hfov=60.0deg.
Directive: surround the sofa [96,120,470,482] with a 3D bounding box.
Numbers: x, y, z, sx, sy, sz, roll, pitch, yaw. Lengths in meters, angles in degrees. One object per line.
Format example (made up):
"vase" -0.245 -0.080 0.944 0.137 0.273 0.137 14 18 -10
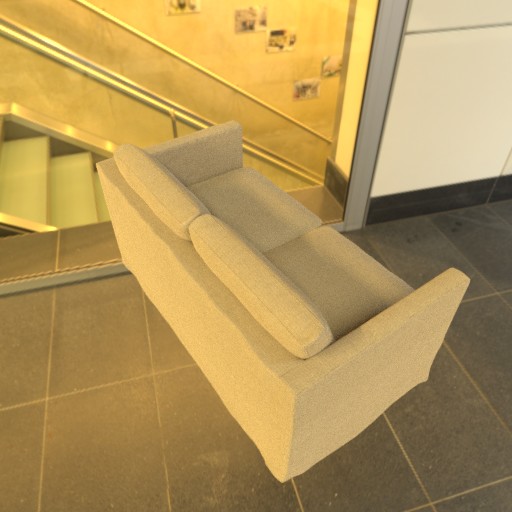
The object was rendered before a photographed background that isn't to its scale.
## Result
"sofa" 0.000 0.000 2.289 0.956 0.828 1.766 -26 48 -25
